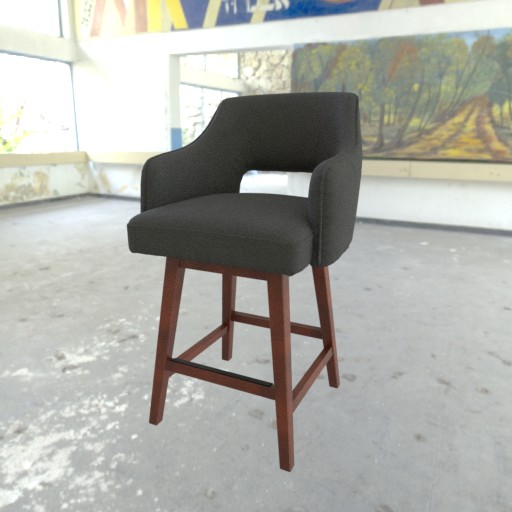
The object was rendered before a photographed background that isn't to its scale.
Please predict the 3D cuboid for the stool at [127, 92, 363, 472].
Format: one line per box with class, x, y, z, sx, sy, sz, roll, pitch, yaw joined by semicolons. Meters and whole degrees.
stool;0.000;0.000;1.259;0.548;0.912;0.558;7;17;25
